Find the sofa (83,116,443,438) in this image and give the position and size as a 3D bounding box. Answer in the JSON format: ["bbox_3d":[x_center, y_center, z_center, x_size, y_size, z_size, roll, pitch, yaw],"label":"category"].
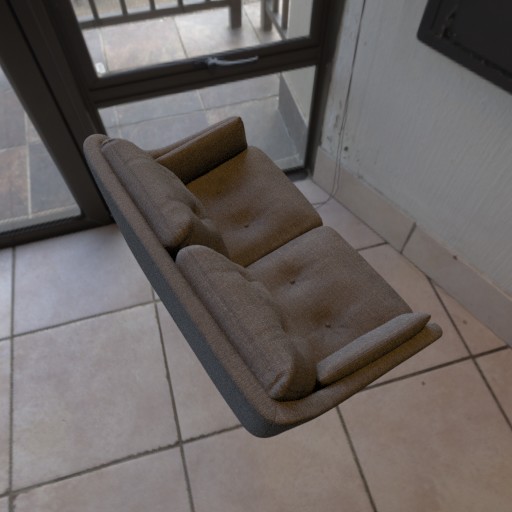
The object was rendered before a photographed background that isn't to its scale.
[{"bbox_3d":[0.000,0.000,2.204,0.976,0.887,1.646,-30,64,-17],"label":"sofa"}]
